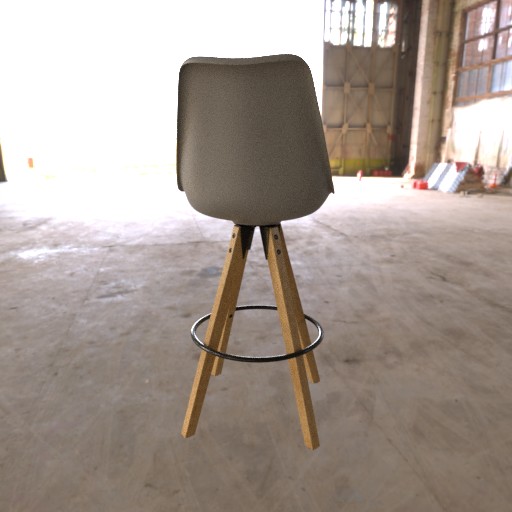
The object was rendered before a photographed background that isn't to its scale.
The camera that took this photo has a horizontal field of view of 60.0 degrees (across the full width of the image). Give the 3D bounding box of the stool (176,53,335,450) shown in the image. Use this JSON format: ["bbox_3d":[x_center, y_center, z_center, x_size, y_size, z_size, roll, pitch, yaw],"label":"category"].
[{"bbox_3d":[0.000,0.000,1.433,0.485,1.115,0.550,2,14,8],"label":"stool"}]
